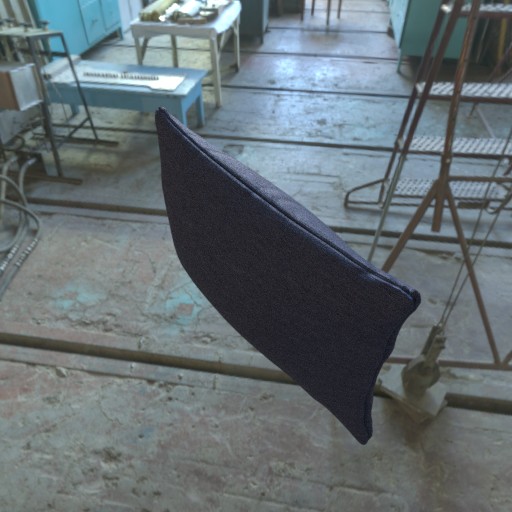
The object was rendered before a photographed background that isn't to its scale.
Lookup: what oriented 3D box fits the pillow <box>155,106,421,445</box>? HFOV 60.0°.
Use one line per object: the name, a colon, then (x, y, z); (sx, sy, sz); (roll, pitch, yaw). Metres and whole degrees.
pillow: (0.000, 0.000, 0.789); (0.210, 0.338, 0.633); (-26, 48, -26)
